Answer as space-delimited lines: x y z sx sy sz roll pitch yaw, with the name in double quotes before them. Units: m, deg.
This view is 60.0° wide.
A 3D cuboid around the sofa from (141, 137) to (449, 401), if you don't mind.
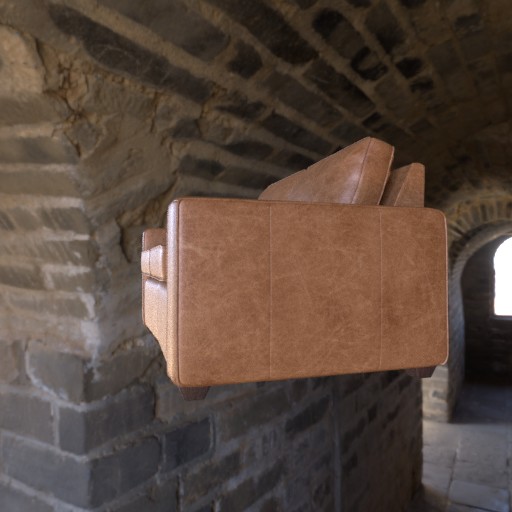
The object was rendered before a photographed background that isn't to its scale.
"sofa" 0.000 0.000 2.143 1.020 0.896 1.532 0 -1 -18
